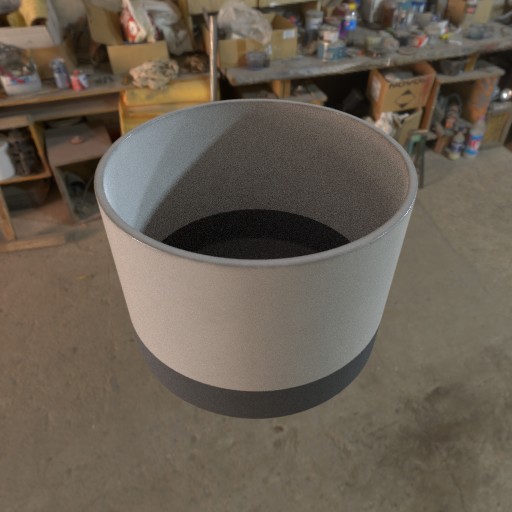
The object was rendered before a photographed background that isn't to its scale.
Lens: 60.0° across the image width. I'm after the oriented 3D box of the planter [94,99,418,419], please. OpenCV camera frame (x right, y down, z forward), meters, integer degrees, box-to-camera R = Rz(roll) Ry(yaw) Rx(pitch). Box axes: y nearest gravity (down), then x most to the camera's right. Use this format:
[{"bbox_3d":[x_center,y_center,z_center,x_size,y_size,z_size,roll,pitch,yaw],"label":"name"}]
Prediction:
[{"bbox_3d":[0.000,0.000,0.216,0.128,0.105,0.128,0,41,0],"label":"planter"}]
